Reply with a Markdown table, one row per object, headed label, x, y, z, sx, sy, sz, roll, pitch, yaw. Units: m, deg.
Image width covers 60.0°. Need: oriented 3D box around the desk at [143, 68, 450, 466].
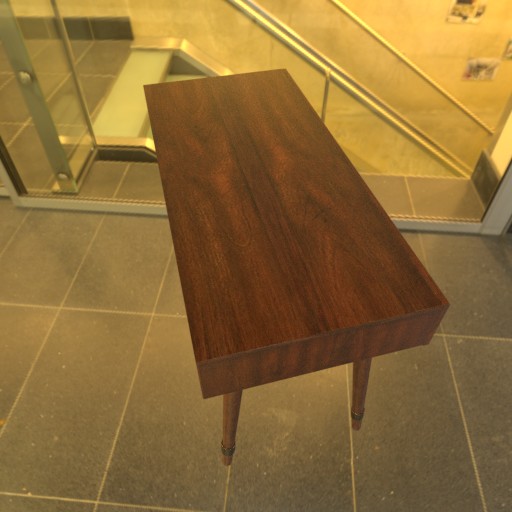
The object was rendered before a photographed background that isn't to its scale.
| label | x | y | z | sx | sy | sz | roll | pitch | yaw |
| --- | --- | --- | --- | --- | --- | --- | --- | --- | --- |
| desk | 0.000 | 0.000 | 2.098 | 0.734 | 1.031 | 1.577 | -11 | 48 | -10 |
